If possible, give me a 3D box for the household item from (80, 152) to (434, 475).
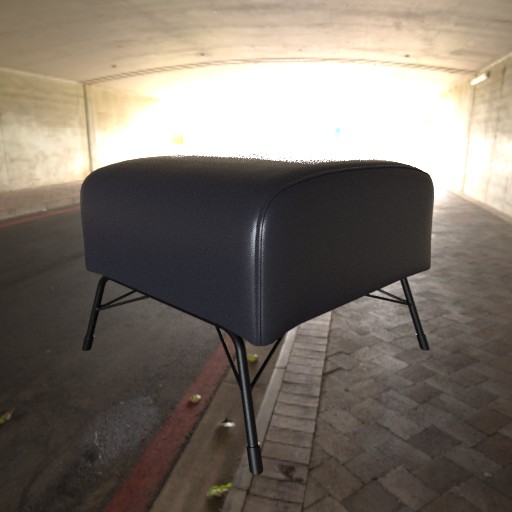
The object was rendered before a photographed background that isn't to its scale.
[{"bbox_3d":[0.000,0.000,0.896,0.530,0.410,0.530,14,20,43],"label":"household item"}]
